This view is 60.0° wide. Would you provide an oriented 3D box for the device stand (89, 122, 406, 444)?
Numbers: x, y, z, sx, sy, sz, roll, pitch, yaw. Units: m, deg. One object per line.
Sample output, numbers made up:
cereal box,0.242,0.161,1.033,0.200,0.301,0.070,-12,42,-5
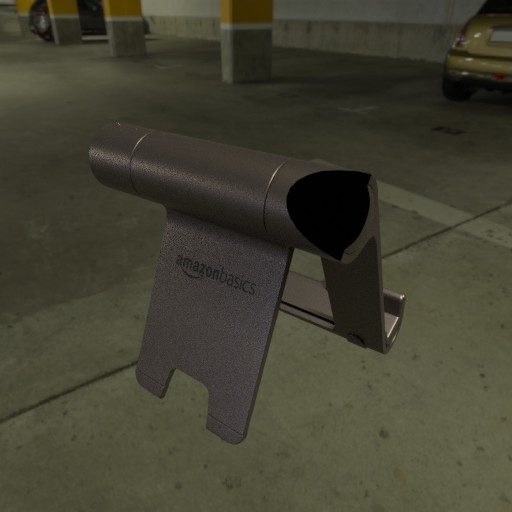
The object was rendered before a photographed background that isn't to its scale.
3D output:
device stand,0.000,0.000,0.151,0.088,0.084,0.079,20,35,31
